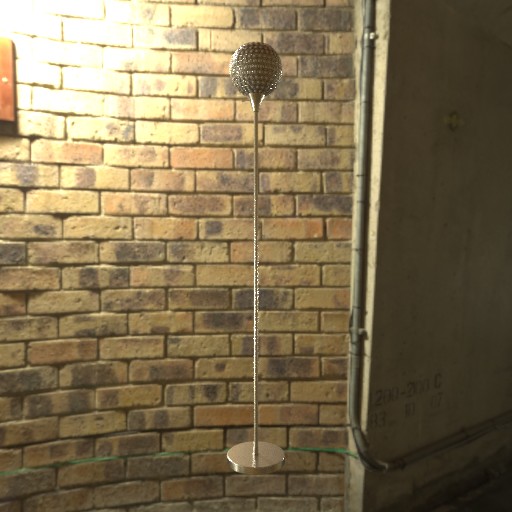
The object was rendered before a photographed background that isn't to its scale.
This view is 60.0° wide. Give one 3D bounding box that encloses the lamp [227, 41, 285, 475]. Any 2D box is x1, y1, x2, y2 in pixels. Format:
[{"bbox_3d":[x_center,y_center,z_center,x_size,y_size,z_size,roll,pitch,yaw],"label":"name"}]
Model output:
[{"bbox_3d":[0.000,0.000,1.941,0.254,1.805,0.254,0,1,0],"label":"lamp"}]
